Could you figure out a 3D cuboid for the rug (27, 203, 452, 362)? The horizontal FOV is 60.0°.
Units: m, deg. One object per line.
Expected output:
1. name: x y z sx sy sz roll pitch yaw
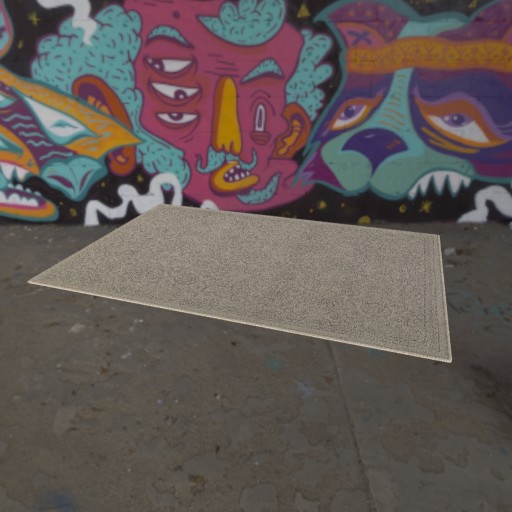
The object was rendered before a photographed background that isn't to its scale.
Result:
1. rug: 0.000 0.000 2.308 1.829 0.010 1.219 8 26 17
